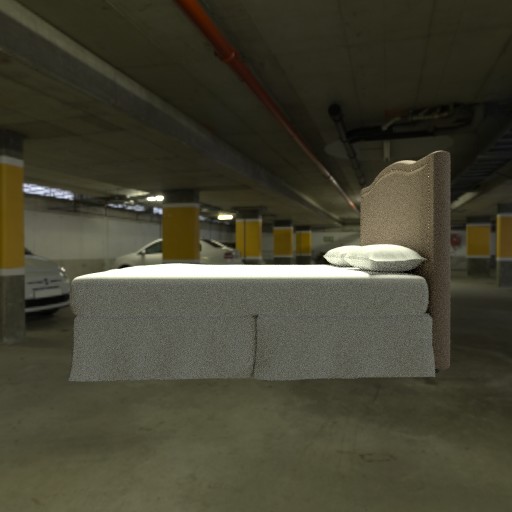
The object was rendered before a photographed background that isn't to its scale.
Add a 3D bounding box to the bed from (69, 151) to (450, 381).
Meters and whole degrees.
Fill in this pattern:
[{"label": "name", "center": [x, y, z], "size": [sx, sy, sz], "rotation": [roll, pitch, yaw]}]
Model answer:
[{"label": "bed", "center": [0.000, 0.000, 3.461], "size": [2.282, 1.436, 1.821], "rotation": [0, 1, -1]}]
